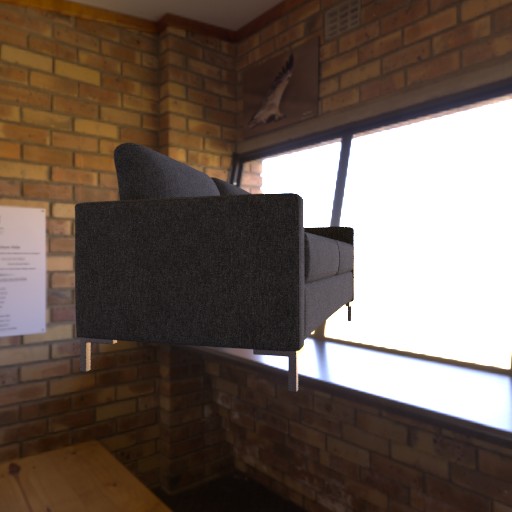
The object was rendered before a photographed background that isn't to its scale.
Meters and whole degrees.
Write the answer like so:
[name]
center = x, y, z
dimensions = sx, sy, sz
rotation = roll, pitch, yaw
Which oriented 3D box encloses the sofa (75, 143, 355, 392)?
[sofa]
center = 0.000, 0.000, 2.291
dimensions = 0.866, 0.862, 1.716
rotation = 0, 0, 18
